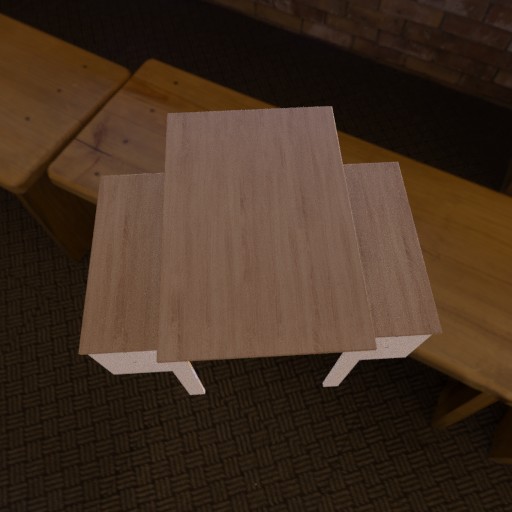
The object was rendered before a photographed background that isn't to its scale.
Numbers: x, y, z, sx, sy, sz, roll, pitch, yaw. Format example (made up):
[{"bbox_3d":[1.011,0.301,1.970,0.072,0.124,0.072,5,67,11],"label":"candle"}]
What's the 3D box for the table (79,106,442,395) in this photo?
[{"bbox_3d":[0.000,0.000,2.025,1.443,0.700,1.100,-3,63,-2],"label":"table"}]
